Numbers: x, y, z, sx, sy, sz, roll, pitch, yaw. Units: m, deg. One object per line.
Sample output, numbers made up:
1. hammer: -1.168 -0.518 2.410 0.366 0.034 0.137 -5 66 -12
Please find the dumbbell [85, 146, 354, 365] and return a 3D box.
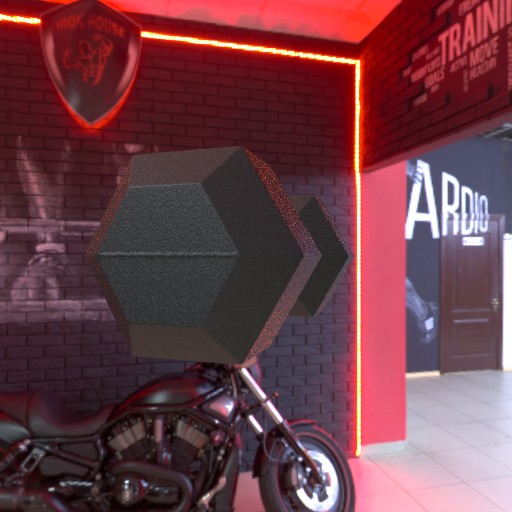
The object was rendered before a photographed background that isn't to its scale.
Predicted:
1. dumbbell: 0.000 0.000 0.332 0.122 0.106 0.271 0 0 18
